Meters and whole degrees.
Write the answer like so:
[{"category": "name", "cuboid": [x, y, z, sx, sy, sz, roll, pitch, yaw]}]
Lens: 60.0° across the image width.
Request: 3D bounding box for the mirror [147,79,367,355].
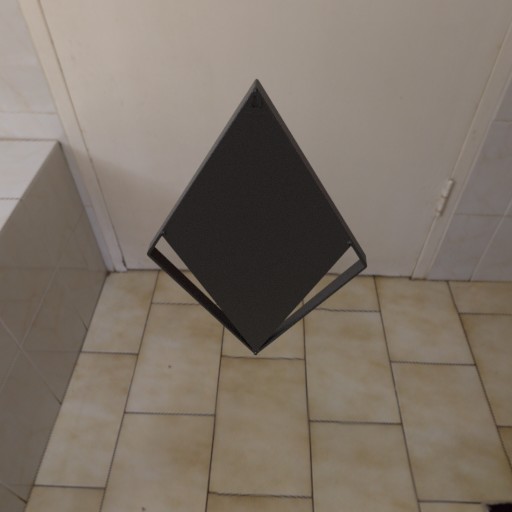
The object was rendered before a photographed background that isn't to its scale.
[{"category": "mirror", "cuboid": [0.000, 0.000, 0.847, 0.419, 0.679, 0.032, 3, 47, 3]}]
